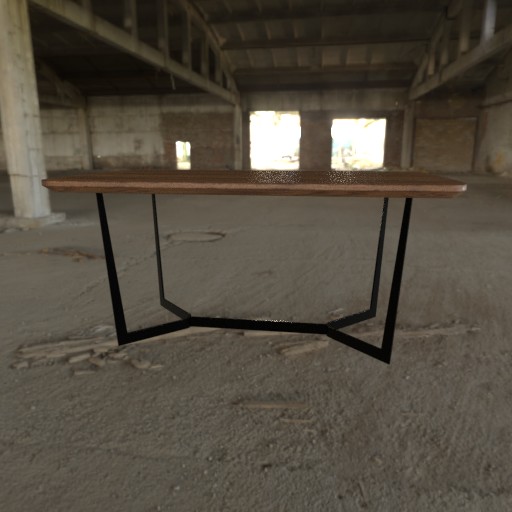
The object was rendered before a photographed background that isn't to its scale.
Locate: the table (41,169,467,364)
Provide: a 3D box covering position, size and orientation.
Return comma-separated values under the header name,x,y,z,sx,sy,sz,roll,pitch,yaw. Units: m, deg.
name,x,y,z,sx,sy,sz,roll,pitch,yaw
table,0.000,0.000,2.131,1.643,0.765,0.949,2,14,8
